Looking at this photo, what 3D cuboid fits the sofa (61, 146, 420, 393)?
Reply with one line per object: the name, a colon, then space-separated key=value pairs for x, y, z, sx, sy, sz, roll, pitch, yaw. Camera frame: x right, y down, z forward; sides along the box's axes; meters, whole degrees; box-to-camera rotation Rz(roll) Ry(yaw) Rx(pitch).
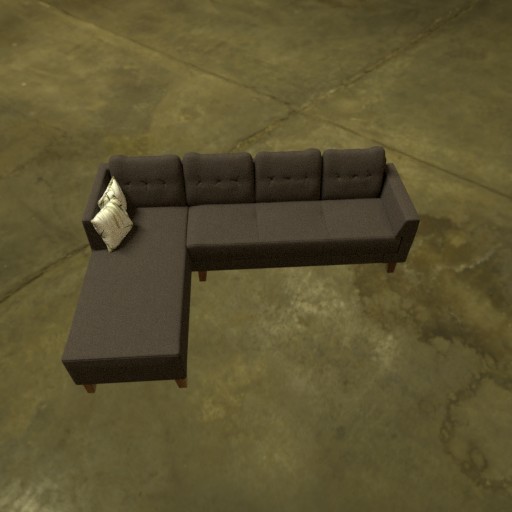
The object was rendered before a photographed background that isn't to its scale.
sofa: x=0.000 y=0.000 z=3.583 sx=2.679 sy=0.932 sz=1.829 roll=-3 pitch=46 yaw=-2
